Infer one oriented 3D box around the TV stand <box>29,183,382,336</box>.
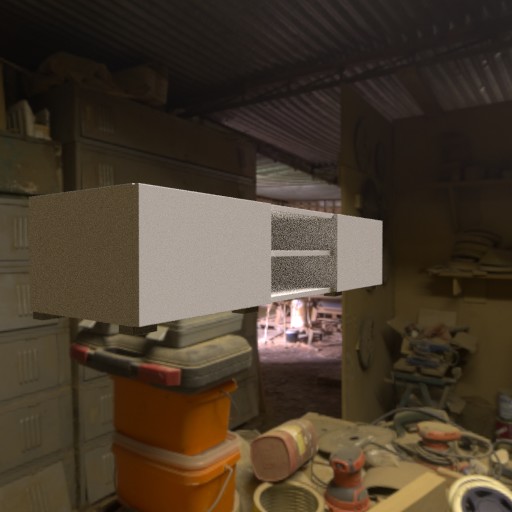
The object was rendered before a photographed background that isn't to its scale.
[{"bbox_3d":[0.000,0.000,1.576,0.420,0.310,1.400,1,1,35],"label":"TV stand"}]
